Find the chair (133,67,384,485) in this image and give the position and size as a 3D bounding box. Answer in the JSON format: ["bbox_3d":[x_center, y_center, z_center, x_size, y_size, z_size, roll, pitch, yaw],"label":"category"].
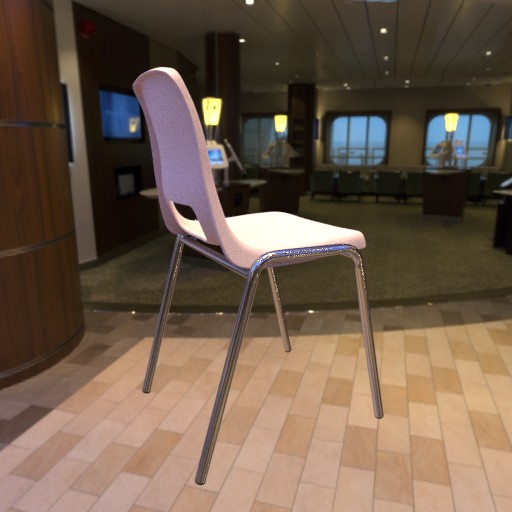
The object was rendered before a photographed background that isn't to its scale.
[{"bbox_3d":[0.000,0.000,0.938,0.436,0.704,0.381,-8,17,-28],"label":"chair"}]
